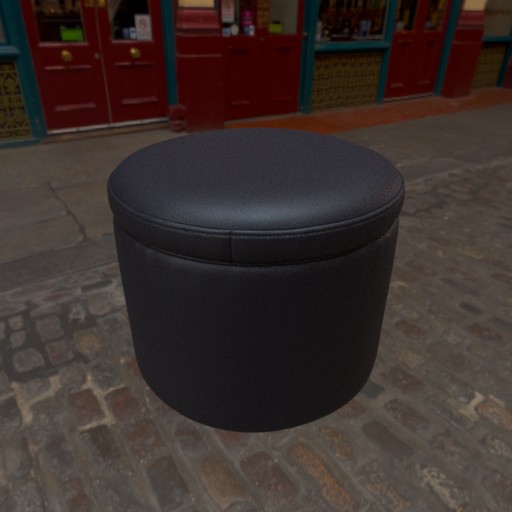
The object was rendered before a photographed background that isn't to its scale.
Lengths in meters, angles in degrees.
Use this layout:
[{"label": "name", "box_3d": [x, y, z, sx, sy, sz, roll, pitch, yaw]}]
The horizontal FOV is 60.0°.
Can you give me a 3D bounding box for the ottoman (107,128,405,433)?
[{"label": "ottoman", "box_3d": [0.000, 0.000, 0.852, 0.501, 0.409, 0.501, 0, 29, 0]}]
